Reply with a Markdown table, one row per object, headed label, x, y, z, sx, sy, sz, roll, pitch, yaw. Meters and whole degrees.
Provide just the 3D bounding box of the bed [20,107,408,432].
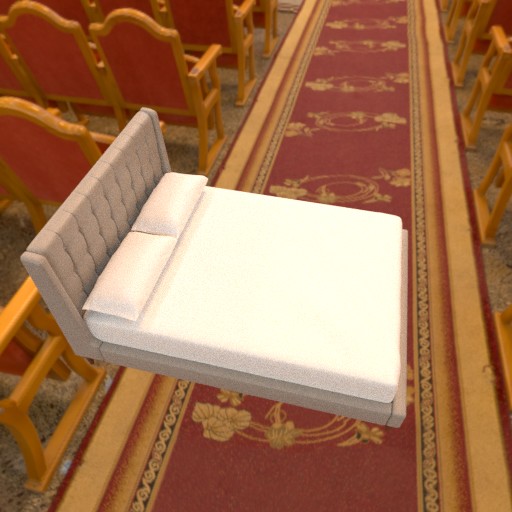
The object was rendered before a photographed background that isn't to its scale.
| label | x | y | z | sx | sy | sz | roll | pitch | yaw |
| --- | --- | --- | --- | --- | --- | --- | --- | --- | --- |
| bed | 0.000 | 0.000 | 3.154 | 2.232 | 1.147 | 1.656 | 10 | 48 | 9 |
